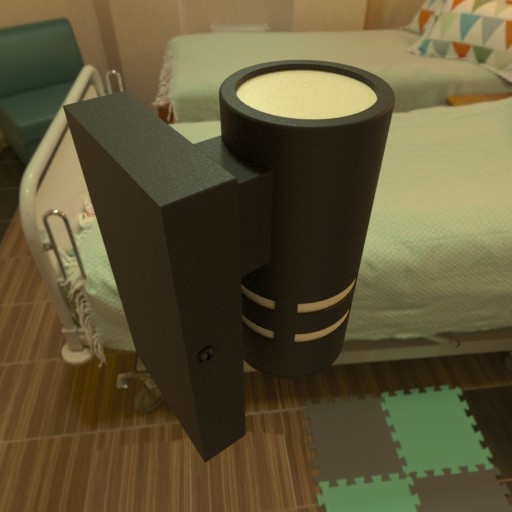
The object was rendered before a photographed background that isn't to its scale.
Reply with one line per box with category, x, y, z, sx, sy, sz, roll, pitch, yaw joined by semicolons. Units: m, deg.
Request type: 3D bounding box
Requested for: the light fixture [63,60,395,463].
light fixture;0.000;0.000;0.251;0.138;0.179;0.098;-26;48;-26
